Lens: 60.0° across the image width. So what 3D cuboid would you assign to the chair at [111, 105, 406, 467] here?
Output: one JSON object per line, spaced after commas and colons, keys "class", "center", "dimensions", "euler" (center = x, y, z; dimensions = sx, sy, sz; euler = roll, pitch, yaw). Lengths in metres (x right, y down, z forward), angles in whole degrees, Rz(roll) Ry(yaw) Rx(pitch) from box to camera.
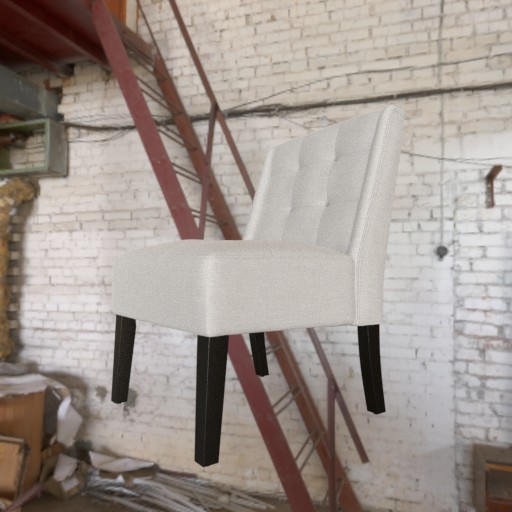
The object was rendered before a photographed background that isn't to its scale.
{"class": "chair", "center": [0.000, 0.000, 1.280], "dimensions": [0.676, 0.853, 0.569], "euler": [1, -2, -37]}
